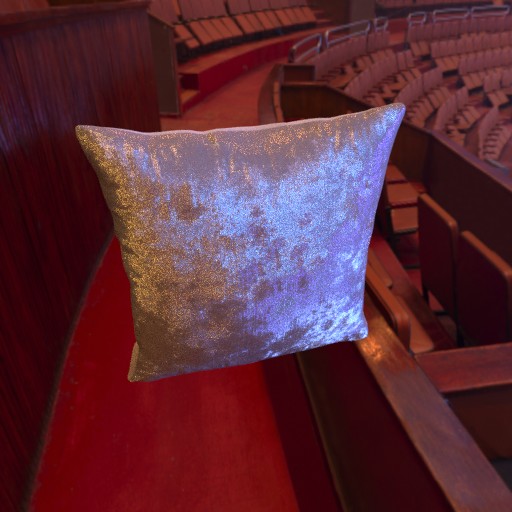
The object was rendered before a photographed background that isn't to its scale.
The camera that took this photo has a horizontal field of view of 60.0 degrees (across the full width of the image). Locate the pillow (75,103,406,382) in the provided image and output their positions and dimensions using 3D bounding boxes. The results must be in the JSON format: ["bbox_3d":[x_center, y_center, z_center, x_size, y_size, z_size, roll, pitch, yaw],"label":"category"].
[{"bbox_3d":[0.000,0.000,0.724,0.470,0.464,0.175,-9,32,-15],"label":"pillow"}]
